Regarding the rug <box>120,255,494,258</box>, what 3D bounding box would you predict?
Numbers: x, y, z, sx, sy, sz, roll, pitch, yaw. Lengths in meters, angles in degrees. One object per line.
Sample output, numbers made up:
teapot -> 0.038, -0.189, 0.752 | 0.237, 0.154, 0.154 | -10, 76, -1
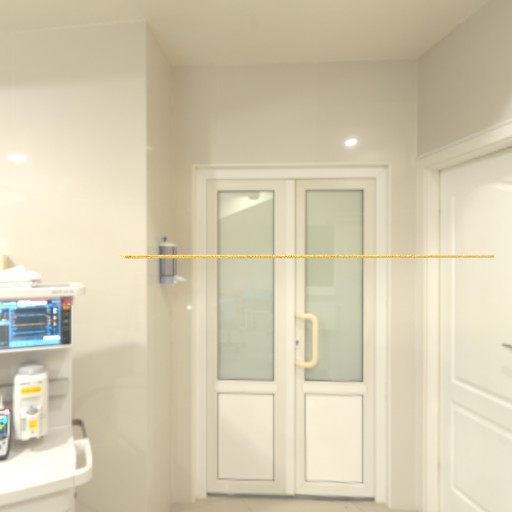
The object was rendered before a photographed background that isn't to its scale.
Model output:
rug -> 0.000, 0.000, 4.281 | 2.486, 0.015, 3.242 | 0, 0, -18
